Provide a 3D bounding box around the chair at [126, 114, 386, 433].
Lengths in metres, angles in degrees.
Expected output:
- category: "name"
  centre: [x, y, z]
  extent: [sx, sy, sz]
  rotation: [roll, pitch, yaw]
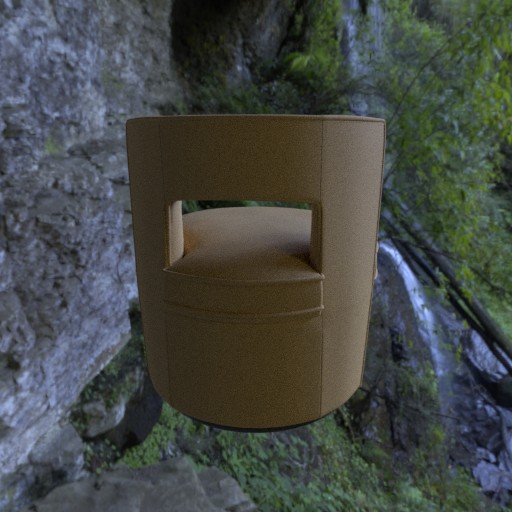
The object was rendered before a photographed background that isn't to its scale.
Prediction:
- category: "chair"
  centre: [0.000, 0.000, 1.218]
  extent: [0.650, 0.723, 0.665]
  rotation: [2, 16, 6]
